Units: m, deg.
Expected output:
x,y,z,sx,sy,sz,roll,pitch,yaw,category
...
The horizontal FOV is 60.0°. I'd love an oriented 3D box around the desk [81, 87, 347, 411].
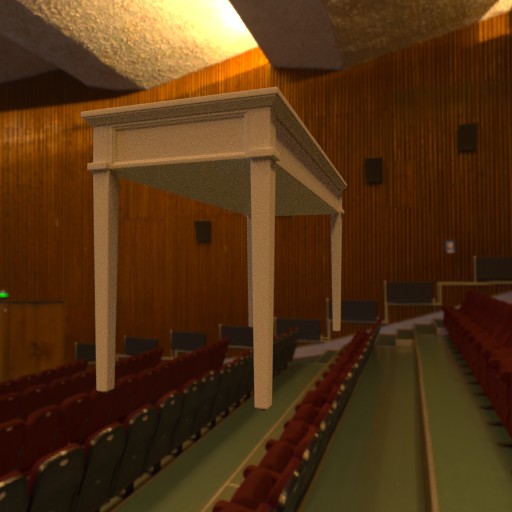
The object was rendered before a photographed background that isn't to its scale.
x,y,z,sx,sy,sz,roll,pitch,yaw,category
0.000,0.000,1.773,0.559,0.774,1.372,0,-1,18,desk
